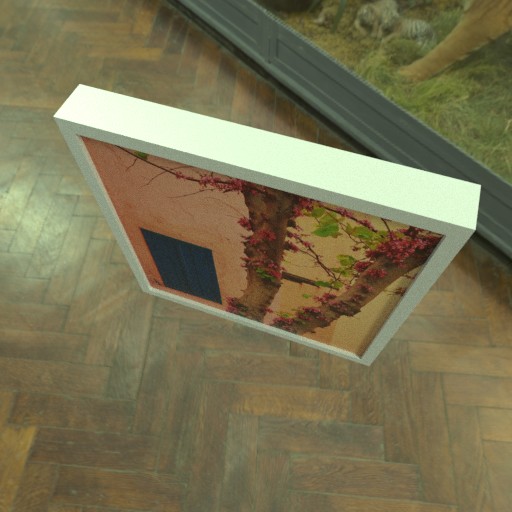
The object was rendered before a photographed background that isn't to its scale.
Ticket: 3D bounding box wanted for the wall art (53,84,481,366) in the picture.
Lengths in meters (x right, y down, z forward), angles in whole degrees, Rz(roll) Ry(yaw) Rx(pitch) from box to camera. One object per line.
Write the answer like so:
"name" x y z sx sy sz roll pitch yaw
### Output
"wall art" 0.000 0.000 0.442 0.305 0.302 0.038 17 61 9
